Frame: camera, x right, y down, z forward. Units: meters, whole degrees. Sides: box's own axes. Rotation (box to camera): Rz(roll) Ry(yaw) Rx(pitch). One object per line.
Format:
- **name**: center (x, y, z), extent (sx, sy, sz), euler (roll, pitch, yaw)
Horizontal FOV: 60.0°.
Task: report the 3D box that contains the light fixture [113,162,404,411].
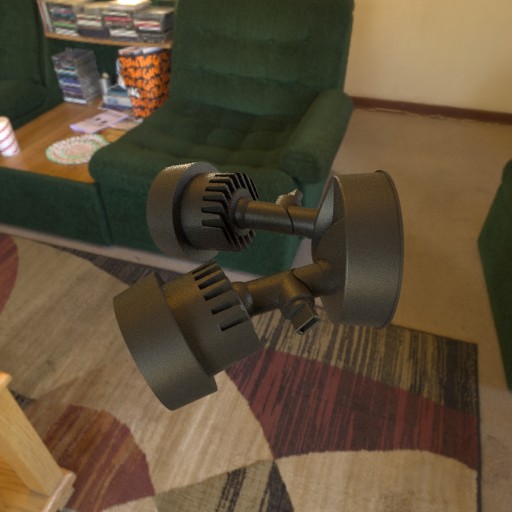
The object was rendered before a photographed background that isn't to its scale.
- **light fixture**: center (0.000, 0.000, 0.309), extent (0.168, 0.120, 0.213), euler (0, 41, 0)
